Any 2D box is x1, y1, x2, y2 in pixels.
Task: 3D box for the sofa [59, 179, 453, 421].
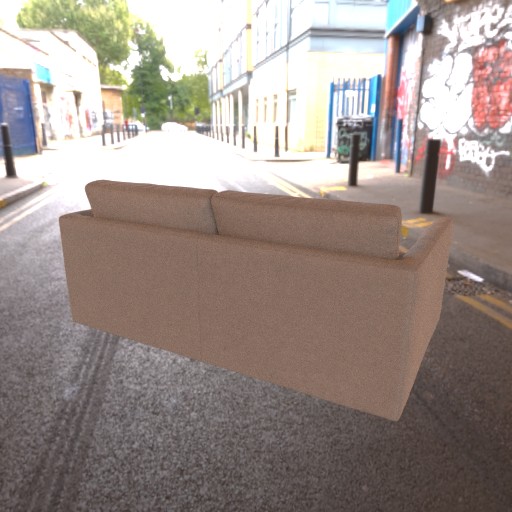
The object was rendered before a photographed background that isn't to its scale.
[{"bbox_3d":[0.000,0.000,2.499,1.905,0.839,1.091,9,19,28],"label":"sofa"}]
